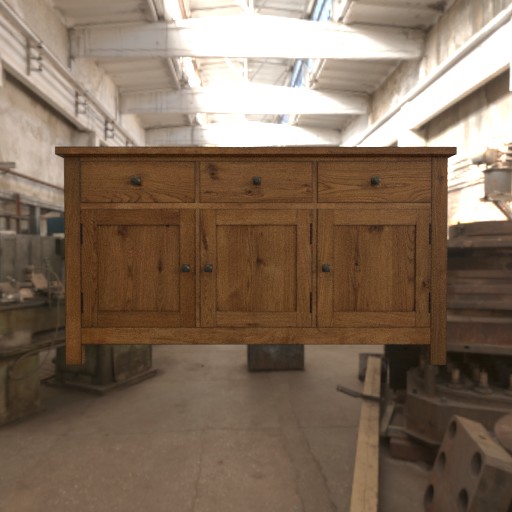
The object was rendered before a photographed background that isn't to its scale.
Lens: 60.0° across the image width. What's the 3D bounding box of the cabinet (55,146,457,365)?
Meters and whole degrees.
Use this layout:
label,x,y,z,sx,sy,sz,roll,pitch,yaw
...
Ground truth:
label,x,y,z,sx,sy,sz,roll,pitch,yaw
cabinet,0.000,0.000,1.865,1.474,0.813,0.480,0,1,0
